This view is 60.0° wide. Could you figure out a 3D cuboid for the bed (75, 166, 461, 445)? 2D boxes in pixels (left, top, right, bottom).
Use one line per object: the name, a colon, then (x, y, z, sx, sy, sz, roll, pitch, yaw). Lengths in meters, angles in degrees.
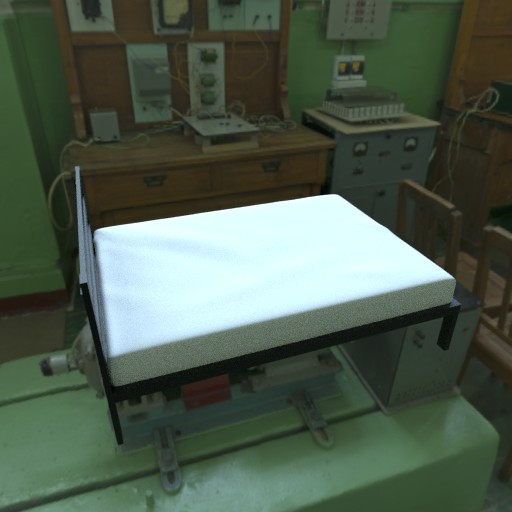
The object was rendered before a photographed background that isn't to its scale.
bed: (0.000, 0.000, 2.905, 2.062, 0.967, 1.524, -10, 31, -17)
